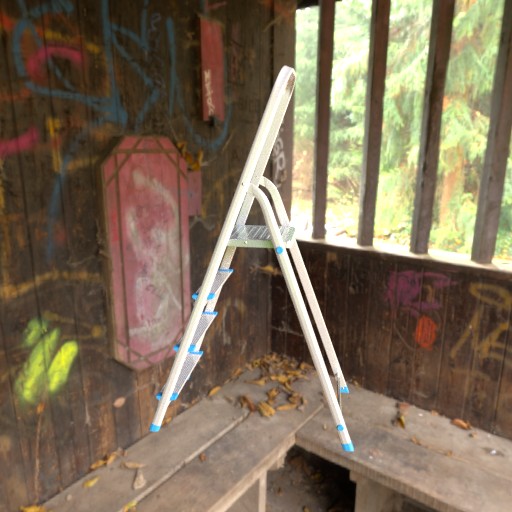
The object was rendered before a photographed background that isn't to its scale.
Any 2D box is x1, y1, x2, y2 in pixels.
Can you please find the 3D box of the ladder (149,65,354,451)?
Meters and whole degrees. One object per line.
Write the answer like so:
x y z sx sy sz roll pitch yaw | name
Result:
0.000 0.000 1.827 0.842 1.434 0.445 2 15 9 | ladder
